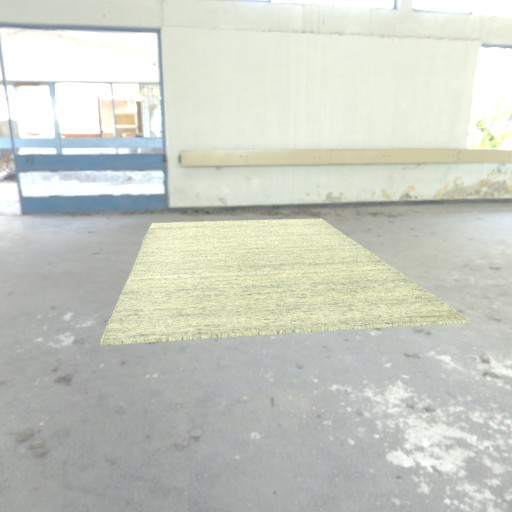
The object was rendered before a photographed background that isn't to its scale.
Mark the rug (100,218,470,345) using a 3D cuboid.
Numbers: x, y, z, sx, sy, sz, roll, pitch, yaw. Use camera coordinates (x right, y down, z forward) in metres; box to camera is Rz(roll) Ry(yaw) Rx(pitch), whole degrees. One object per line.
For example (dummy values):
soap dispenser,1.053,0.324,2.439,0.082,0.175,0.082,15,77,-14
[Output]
rug,0.000,0.000,2.321,1.243,0.014,1.846,-2,16,-8
